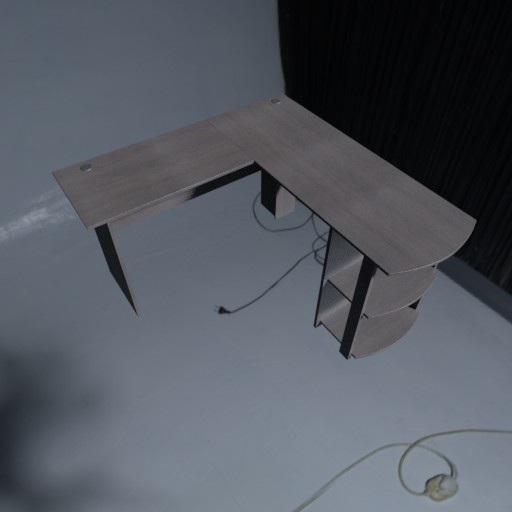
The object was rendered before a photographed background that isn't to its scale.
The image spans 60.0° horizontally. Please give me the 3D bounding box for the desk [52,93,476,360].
[{"bbox_3d":[0.000,0.000,2.135,1.303,0.716,1.361,-27,52,-23],"label":"desk"}]
